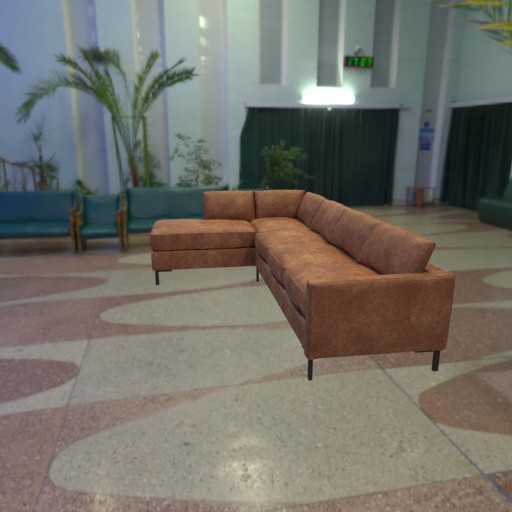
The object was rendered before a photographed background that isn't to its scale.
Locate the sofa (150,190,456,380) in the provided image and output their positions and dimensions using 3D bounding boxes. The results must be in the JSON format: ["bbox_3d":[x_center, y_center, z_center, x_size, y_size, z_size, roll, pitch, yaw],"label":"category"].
[{"bbox_3d":[0.000,0.000,3.944,1.938,0.877,2.984,-2,15,-9],"label":"sofa"}]
